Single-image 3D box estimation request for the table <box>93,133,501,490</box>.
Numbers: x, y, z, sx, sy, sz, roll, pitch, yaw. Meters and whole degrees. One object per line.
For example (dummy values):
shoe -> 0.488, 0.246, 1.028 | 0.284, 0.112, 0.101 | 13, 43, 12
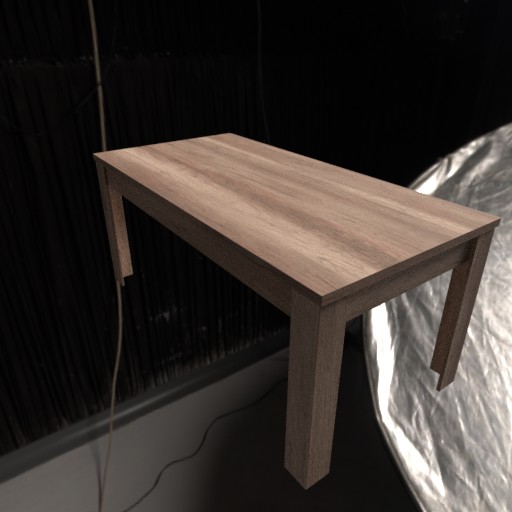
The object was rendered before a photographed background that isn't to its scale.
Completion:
table -> 0.000, 0.000, 2.206 | 0.900, 0.790, 1.800 | -19, 33, -32
